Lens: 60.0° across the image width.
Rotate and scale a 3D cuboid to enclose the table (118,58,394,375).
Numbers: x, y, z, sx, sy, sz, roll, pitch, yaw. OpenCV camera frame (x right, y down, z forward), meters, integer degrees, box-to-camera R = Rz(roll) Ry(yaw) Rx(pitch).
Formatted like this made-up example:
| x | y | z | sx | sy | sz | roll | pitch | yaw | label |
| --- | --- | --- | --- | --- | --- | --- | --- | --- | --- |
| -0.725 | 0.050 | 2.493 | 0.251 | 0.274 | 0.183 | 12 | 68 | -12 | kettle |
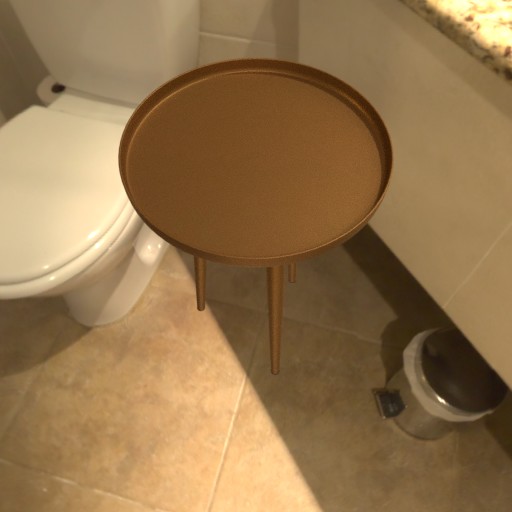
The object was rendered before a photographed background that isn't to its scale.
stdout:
| x | y | z | sx | sy | sz | roll | pitch | yaw | label |
| --- | --- | --- | --- | --- | --- | --- | --- | --- | --- |
| 0.000 | 0.000 | 0.691 | 0.299 | 0.480 | 0.299 | -19 | 60 | -11 | table |
